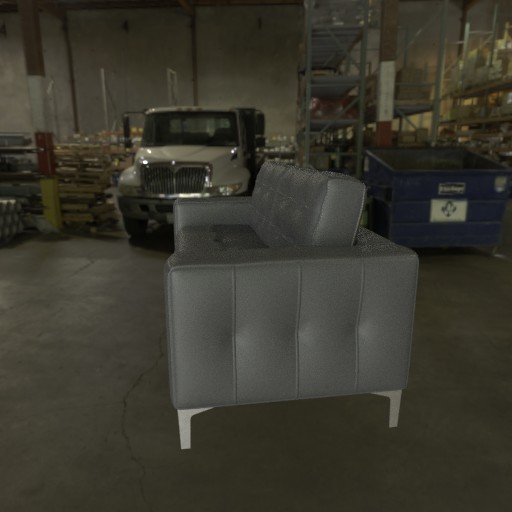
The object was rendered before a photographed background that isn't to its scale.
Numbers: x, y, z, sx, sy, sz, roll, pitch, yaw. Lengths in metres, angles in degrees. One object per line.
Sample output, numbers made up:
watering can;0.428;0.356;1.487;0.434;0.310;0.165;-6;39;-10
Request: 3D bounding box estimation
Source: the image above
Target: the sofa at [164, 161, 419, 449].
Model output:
sofa;0.000;0.000;2.221;0.833;0.893;1.726;-2;14;-9
